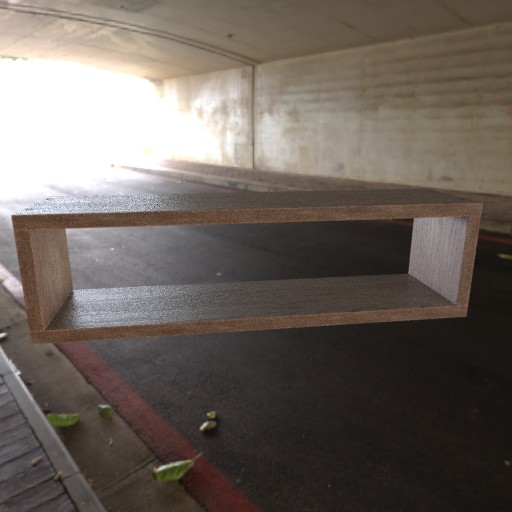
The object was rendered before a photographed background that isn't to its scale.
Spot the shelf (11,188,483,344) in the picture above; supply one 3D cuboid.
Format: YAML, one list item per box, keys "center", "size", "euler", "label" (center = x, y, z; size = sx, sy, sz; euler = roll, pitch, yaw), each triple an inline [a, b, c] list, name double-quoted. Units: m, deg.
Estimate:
- center: [0.000, 0.000, 0.663]
  size: [0.610, 0.170, 0.150]
  euler: [-2, 16, -8]
  label: "shelf"
